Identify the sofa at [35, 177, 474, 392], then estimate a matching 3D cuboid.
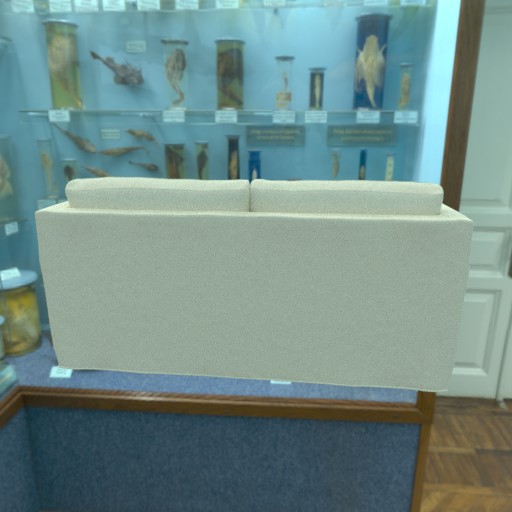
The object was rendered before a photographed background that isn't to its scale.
[{"bbox_3d":[0.000,0.000,2.227,1.746,0.834,0.962,2,16,6],"label":"sofa"}]
